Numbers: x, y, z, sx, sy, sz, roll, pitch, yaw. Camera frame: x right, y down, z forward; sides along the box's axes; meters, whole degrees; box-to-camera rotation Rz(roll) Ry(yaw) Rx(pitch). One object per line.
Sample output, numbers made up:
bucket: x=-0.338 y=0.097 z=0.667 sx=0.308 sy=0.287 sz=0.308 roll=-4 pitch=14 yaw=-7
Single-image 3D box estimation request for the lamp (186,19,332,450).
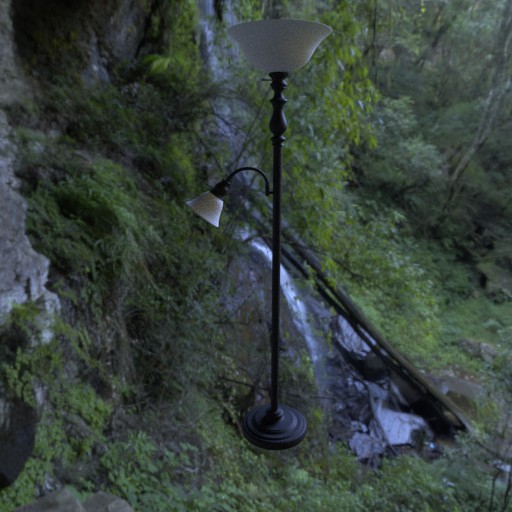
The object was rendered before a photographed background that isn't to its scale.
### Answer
lamp: x=0.000 y=0.000 z=1.942 sx=0.588 sy=1.793 sz=0.405 roll=-3 pitch=15 yaw=-10
